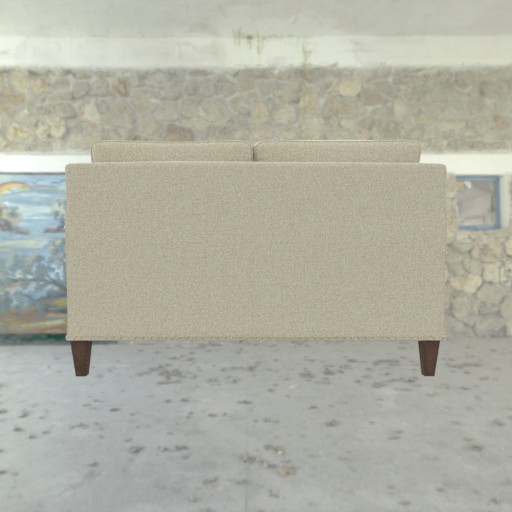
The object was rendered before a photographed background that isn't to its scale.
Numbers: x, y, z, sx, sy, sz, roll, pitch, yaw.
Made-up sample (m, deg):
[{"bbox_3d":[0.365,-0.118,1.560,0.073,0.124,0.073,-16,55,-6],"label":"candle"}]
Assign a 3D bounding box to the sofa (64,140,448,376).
[{"bbox_3d":[0.000,0.000,2.259,1.597,1.003,1.084,0,-1,0],"label":"sofa"}]
